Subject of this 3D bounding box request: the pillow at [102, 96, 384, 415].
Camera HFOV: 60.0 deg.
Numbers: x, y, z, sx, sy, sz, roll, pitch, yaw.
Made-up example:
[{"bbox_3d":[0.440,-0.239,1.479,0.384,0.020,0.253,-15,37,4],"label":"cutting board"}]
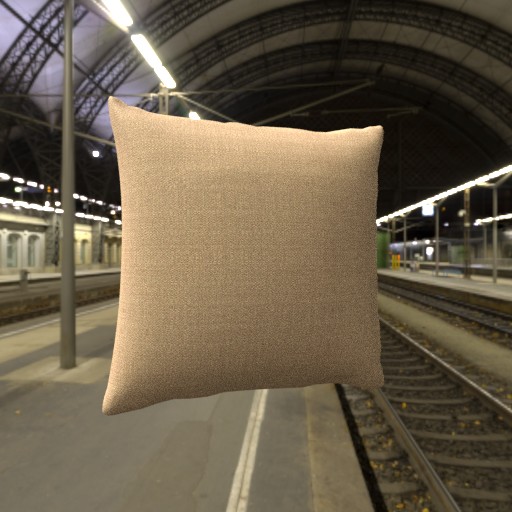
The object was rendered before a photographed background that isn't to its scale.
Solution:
[{"bbox_3d":[0.000,0.000,0.794,0.521,0.519,0.215,0,0,-17],"label":"pillow"}]
